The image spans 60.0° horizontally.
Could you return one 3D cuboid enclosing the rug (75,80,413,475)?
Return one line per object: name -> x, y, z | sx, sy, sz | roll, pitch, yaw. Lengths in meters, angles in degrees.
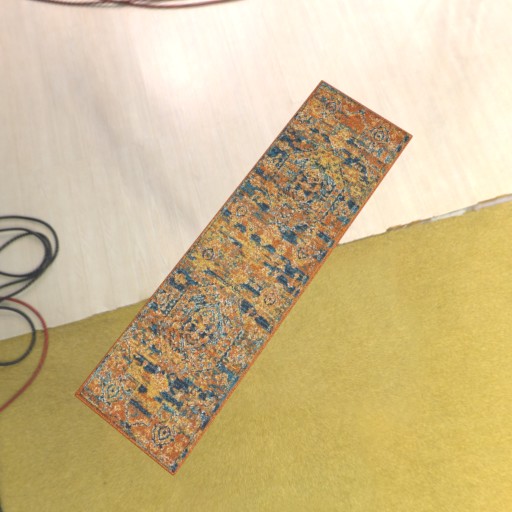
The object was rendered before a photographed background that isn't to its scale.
rug -> 0.000, 0.000, 2.438 | 0.651, 0.016, 2.274 | 35, 78, 8
